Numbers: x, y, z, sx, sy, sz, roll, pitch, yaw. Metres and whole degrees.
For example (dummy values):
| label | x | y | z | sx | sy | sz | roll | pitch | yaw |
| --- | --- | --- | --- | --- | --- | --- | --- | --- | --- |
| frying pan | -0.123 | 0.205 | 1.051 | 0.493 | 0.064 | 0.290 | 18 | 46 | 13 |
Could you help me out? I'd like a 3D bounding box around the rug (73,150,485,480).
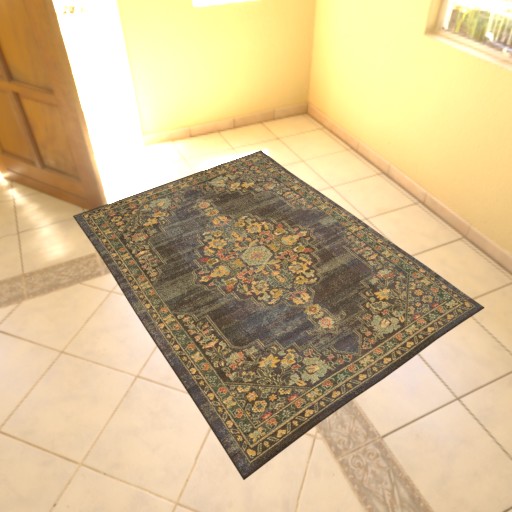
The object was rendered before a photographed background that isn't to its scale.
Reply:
| label | x | y | z | sx | sy | sz | roll | pitch | yaw |
| --- | --- | --- | --- | --- | --- | --- | --- | --- | --- |
| rug | 0.000 | 0.000 | 4.665 | 2.716 | 0.035 | 3.612 | -25 | 48 | -25 |
